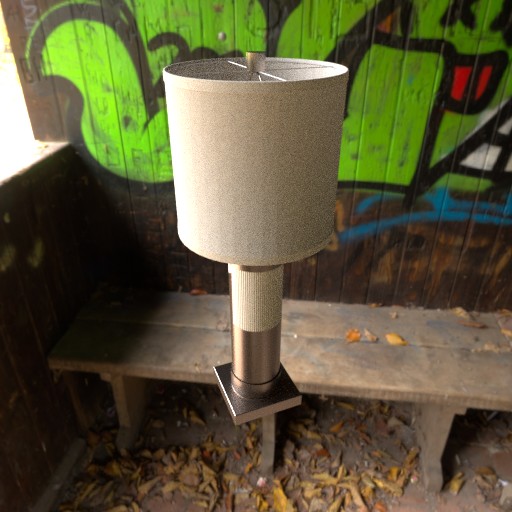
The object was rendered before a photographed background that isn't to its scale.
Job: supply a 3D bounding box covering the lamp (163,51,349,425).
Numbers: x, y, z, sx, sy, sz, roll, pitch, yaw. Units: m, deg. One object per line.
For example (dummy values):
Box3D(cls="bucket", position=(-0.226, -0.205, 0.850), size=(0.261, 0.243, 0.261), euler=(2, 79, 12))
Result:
Box3D(cls="lamp", position=(0.000, 0.000, 0.607), size=(0.202, 0.509, 0.202), euler=(-11, 32, -19))
